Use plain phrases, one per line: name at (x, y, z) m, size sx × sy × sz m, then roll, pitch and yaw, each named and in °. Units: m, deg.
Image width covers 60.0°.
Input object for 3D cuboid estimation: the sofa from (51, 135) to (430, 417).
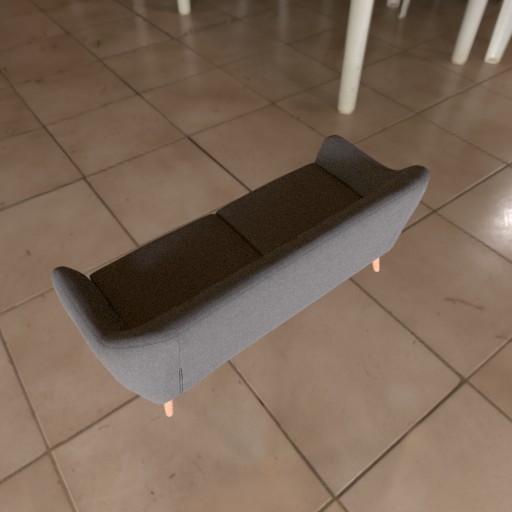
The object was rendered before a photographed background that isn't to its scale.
sofa at (0.000, 0.000, 2.316) m, size 1.840 × 0.820 × 0.820 m, roll -30°, pitch 55°, yaw -24°
